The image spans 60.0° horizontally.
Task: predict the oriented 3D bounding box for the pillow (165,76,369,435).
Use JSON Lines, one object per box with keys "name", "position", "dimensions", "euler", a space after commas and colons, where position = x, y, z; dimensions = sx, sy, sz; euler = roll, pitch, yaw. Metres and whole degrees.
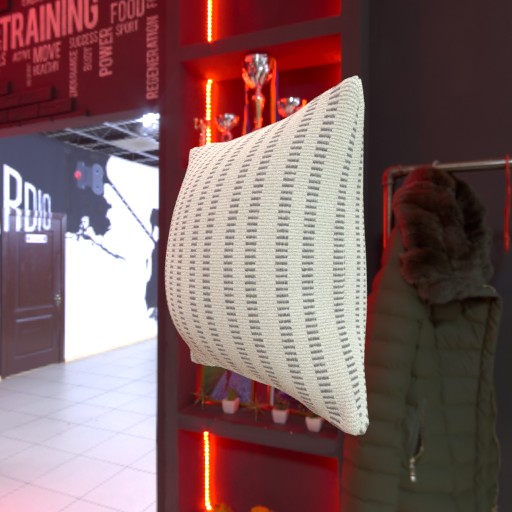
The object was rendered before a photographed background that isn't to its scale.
{"name": "pillow", "position": [0.000, 0.000, 0.689], "dimensions": [0.247, 0.419, 0.438], "euler": [0, 0, -34]}
